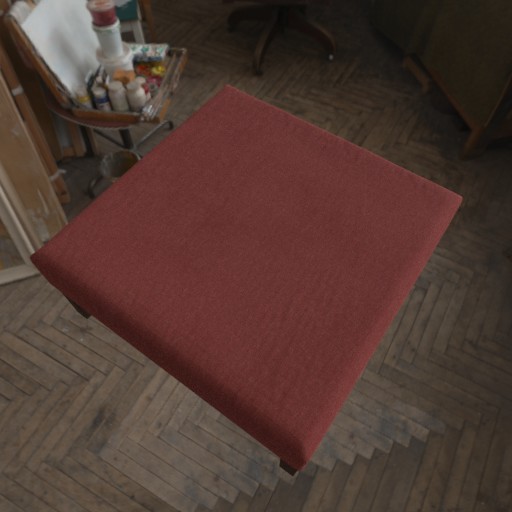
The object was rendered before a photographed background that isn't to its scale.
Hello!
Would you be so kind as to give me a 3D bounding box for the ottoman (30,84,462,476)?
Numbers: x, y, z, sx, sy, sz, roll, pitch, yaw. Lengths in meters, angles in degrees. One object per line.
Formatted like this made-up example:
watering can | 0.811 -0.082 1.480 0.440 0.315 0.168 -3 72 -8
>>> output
ottoman | 0.000 0.000 1.390 0.889 0.411 0.890 31 63 18
